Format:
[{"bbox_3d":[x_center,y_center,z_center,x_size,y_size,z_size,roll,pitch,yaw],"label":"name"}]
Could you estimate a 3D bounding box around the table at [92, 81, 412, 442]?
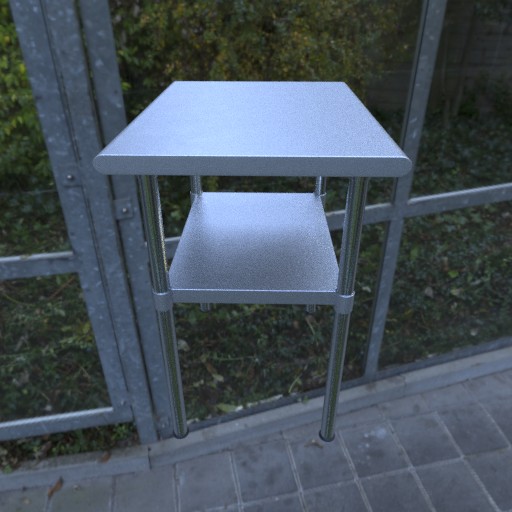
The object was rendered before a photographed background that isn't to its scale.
[{"bbox_3d":[0.000,0.000,1.350,0.584,0.876,0.762,1,31,1],"label":"table"}]
